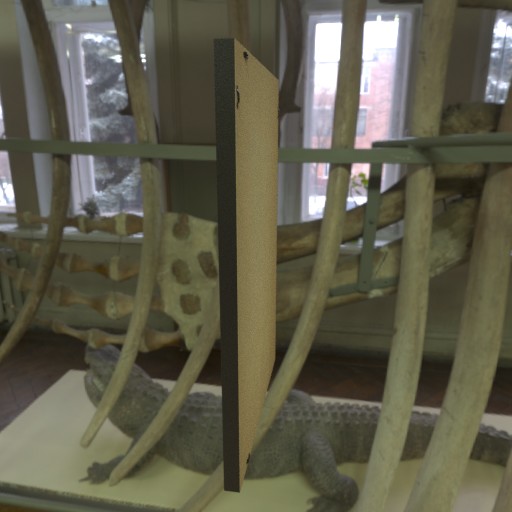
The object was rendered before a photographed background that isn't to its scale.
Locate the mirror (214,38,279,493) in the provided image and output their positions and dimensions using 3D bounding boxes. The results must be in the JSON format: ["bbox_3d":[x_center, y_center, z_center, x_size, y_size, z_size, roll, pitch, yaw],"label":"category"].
[{"bbox_3d":[0.000,0.000,1.146,0.041,0.915,0.609,3,16,9],"label":"mirror"}]
